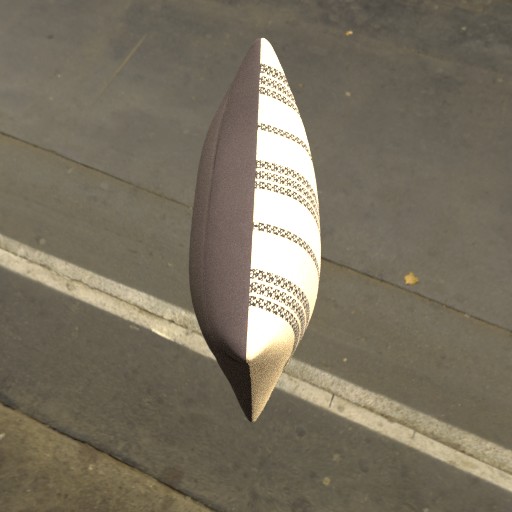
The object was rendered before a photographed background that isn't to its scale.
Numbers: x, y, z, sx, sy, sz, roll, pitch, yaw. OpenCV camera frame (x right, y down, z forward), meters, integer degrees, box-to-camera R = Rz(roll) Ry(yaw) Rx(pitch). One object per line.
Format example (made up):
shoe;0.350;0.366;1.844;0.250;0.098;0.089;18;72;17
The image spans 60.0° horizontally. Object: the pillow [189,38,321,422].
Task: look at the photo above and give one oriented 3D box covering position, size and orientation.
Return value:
pillow;0.000;0.000;0.635;0.173;0.406;0.405;2;63;1
